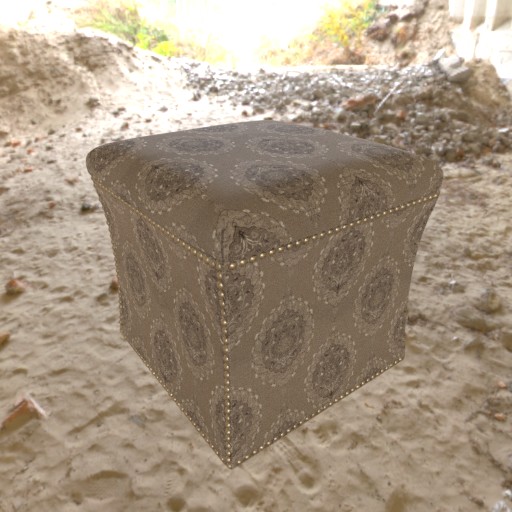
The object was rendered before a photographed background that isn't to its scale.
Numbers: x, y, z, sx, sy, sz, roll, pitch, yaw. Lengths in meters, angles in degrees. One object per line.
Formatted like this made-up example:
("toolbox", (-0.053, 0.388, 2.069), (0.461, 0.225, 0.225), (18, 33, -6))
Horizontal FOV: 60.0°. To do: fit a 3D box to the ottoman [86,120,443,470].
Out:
("ottoman", (0.000, 0.000, 0.915), (0.497, 0.473, 0.507), (-19, 33, -32))
